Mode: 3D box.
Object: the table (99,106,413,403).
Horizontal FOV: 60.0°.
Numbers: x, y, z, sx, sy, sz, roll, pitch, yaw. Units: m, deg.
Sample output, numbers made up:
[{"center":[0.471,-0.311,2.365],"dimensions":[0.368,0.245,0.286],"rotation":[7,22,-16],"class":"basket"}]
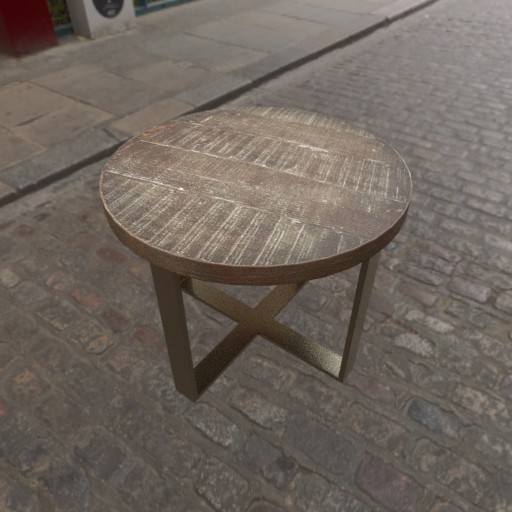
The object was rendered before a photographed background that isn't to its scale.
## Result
[{"center":[0.000,0.000,0.957],"dimensions":[0.557,0.437,0.557],"rotation":[0,40,0],"class":"table"}]
